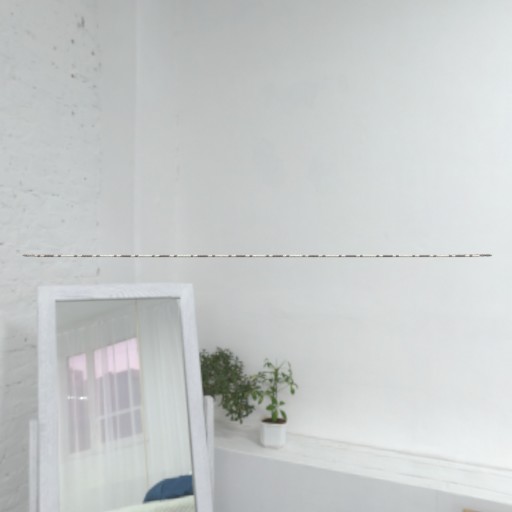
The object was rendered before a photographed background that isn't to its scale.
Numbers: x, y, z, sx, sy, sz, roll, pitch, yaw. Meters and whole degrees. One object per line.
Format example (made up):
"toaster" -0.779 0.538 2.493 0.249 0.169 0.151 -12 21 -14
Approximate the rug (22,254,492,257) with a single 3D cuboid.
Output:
"rug" 0.000 0.000 3.030 2.425 0.014 1.563 0 0 1
